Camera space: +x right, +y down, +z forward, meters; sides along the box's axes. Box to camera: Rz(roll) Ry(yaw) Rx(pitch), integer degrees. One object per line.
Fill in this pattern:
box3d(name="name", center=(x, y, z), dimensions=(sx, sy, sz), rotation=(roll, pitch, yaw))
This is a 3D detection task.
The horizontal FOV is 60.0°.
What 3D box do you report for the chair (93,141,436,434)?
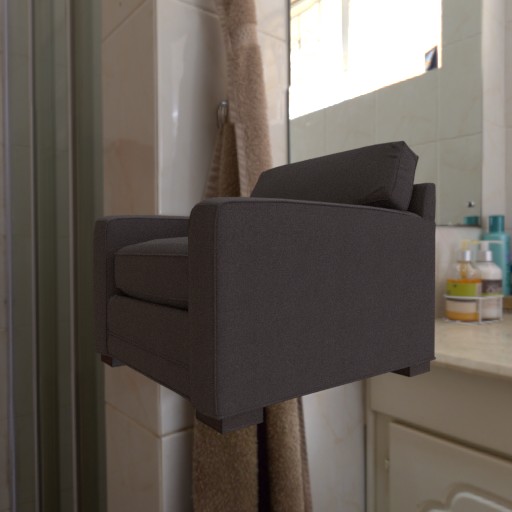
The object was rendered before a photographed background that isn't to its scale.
box3d(name="chair", center=(0.000, 0.000, 1.824), dimensions=(1.043, 0.913, 0.997), rotation=(-1, 1, -37))
